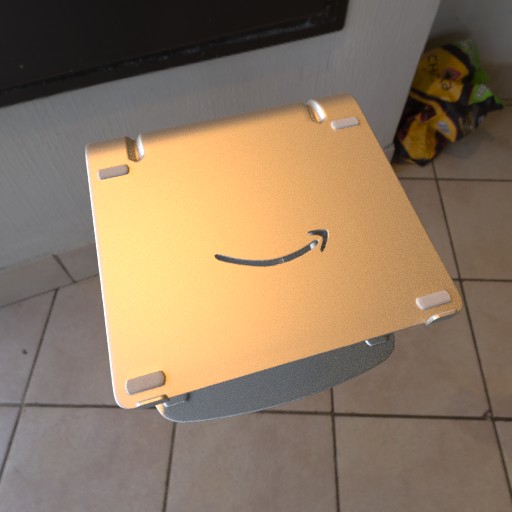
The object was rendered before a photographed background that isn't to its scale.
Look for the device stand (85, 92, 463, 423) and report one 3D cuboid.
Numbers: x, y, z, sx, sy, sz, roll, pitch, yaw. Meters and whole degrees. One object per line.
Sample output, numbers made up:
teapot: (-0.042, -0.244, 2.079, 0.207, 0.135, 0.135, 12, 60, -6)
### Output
device stand: (0.000, 0.000, 0.399, 0.256, 0.155, 0.236, -14, 59, -9)
